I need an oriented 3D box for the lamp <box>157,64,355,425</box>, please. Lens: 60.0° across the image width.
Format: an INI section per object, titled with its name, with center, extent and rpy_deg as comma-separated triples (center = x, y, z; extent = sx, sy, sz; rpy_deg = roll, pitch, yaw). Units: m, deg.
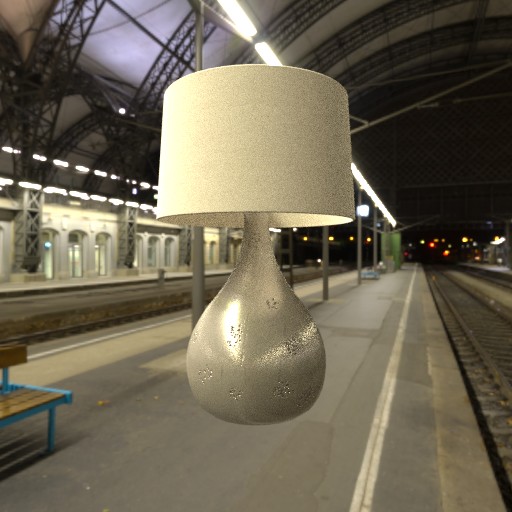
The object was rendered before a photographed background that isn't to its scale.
[lamp]
center = 0.000, 0.000, 0.754
extent = 0.330, 0.521, 0.330
rpy_deg = 0, 0, 0
